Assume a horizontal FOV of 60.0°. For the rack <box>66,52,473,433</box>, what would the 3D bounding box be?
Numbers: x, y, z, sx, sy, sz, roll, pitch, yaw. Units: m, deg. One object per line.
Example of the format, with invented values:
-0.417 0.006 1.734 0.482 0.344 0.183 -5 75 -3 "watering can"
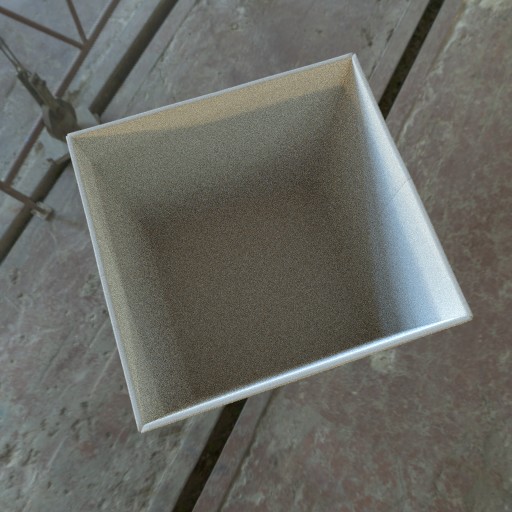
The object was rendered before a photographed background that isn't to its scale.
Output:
0.000 0.000 0.494 0.270 0.280 0.270 -18 76 -4 "rack"
